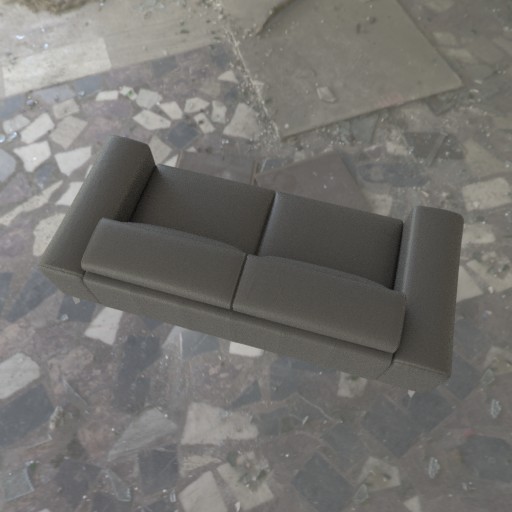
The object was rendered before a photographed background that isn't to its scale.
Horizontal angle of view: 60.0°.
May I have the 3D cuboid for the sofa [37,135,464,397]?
[{"bbox_3d":[0.000,0.000,2.740,2.321,0.759,1.023,14,64,7],"label":"sofa"}]
